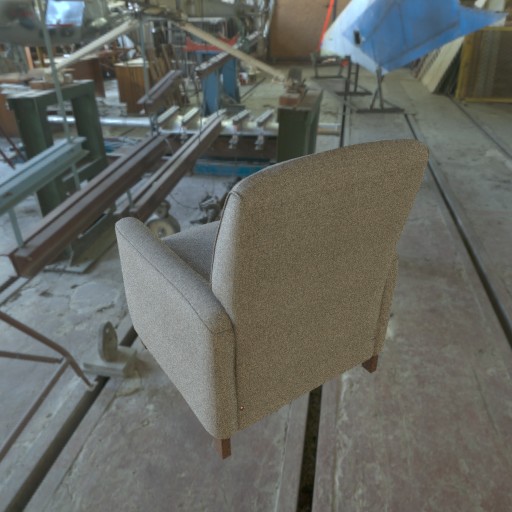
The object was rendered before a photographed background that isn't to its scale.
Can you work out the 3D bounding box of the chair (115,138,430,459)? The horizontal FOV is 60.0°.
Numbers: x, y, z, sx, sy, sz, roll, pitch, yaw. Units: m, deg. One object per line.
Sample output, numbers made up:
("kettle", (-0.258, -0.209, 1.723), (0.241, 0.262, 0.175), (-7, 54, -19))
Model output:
("chair", (0.000, 0.000, 1.670), (0.848, 1.014, 0.864), (-19, 34, -30))
